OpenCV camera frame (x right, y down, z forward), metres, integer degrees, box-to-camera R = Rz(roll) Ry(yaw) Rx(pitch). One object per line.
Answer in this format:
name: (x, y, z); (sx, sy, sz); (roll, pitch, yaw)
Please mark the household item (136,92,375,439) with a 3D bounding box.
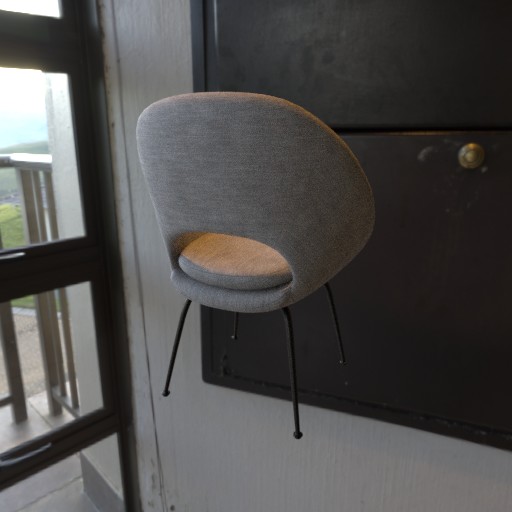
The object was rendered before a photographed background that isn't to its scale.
household item: (0.000, 0.000, 1.310); (0.643, 0.869, 0.587); (8, 17, 26)
